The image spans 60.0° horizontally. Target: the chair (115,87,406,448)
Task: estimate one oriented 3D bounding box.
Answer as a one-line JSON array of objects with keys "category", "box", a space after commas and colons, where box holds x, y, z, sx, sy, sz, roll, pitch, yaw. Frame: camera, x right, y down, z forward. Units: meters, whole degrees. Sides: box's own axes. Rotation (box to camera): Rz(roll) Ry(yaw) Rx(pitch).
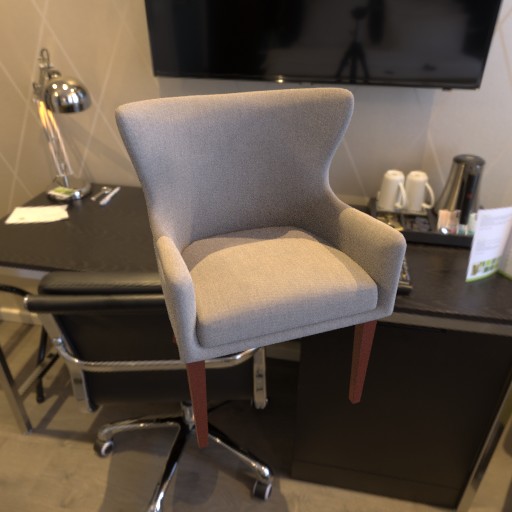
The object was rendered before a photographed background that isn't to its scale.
[{"category": "chair", "box": [0.000, 0.000, 1.446, 0.732, 0.948, 0.677, -10, 32, -16]}]
